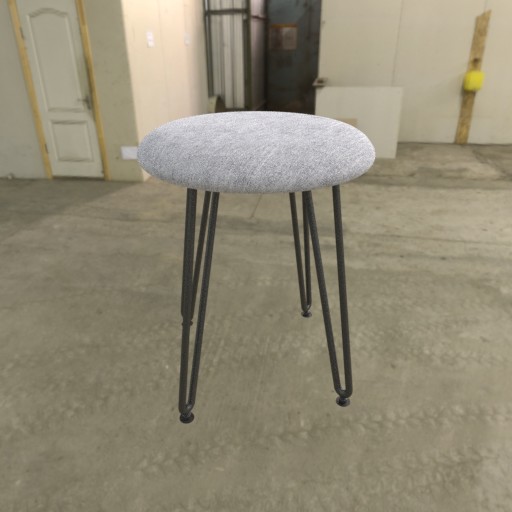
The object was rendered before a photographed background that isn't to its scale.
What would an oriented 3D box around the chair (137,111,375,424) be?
[{"bbox_3d":[0.000,0.000,0.661,0.350,0.386,0.350,19,32,33],"label":"chair"}]
